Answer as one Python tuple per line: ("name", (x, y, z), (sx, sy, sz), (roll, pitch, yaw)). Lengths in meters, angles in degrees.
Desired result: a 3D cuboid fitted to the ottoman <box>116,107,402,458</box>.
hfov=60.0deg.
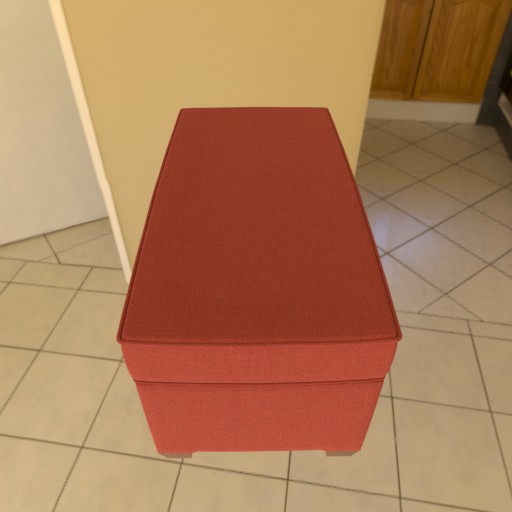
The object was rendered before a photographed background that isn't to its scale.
("ottoman", (0.000, 0.000, 1.210), (0.497, 0.454, 0.948), (0, 41, -1))
